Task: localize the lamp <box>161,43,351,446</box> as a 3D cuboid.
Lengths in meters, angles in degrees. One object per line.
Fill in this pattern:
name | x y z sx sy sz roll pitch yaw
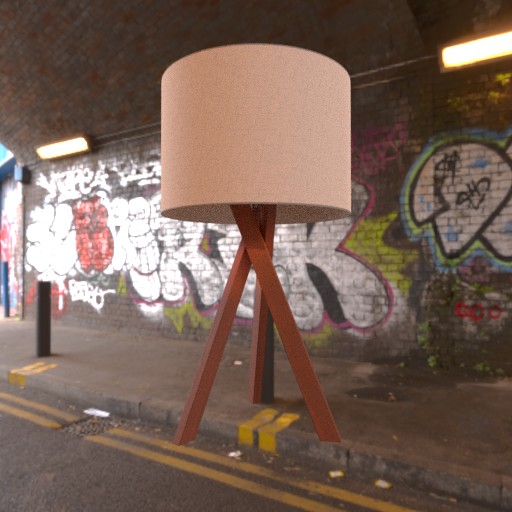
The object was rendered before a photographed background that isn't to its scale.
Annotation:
lamp | 0.000 0.000 0.905 0.380 0.686 0.380 0 -1 -18
